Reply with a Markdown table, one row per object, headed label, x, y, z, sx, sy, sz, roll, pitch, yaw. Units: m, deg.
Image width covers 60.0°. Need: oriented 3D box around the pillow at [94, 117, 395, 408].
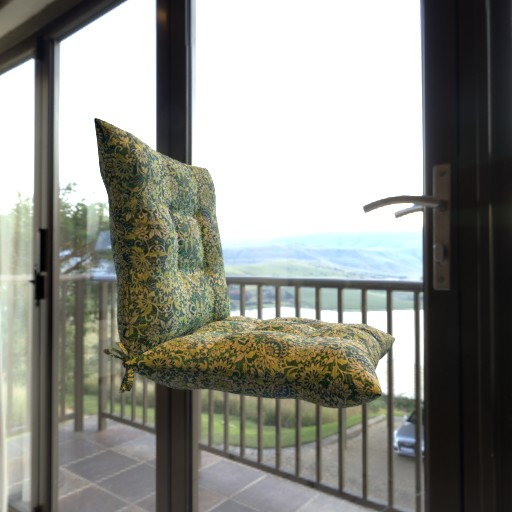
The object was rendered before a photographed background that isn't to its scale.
| label | x | y | z | sx | sy | sz | roll | pitch | yaw |
| --- | --- | --- | --- | --- | --- | --- | --- | --- | --- |
| pillow | 0.000 | 0.000 | 1.004 | 0.585 | 0.536 | 0.541 | 0 | -1 | 19 |
